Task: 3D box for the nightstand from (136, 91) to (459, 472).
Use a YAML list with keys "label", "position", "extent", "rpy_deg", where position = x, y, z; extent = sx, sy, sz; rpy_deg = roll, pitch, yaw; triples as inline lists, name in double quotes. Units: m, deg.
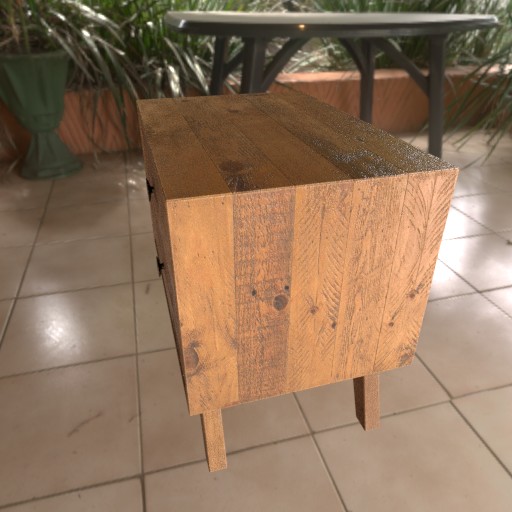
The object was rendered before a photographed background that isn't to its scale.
- label: "nightstand"
  position: [0.000, 0.000, 1.031]
  extent: [0.450, 0.599, 0.650]
  rpy_deg: [-8, 32, -14]
